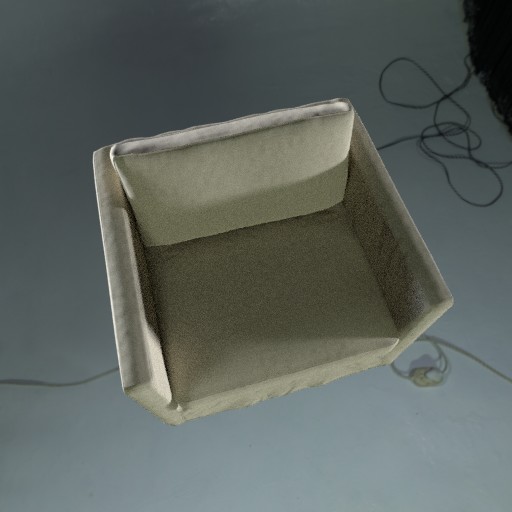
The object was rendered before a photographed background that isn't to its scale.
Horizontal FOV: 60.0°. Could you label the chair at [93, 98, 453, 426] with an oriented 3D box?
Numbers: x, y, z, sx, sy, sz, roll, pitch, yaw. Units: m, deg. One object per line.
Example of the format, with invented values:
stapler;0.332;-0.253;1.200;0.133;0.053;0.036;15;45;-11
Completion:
chair;0.000;0.000;1.734;1.057;0.867;0.949;-14;63;-7
